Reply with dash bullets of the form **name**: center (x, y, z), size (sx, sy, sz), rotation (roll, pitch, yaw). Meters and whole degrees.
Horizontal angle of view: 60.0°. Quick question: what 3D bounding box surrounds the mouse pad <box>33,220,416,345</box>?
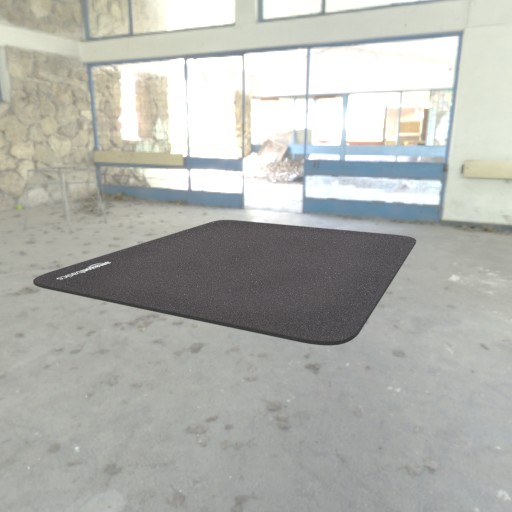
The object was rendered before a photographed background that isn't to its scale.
- **mouse pad**: center (0.000, 0.000, 0.344), size (0.211, 0.002, 0.249), rotation (7, 17, 25)
